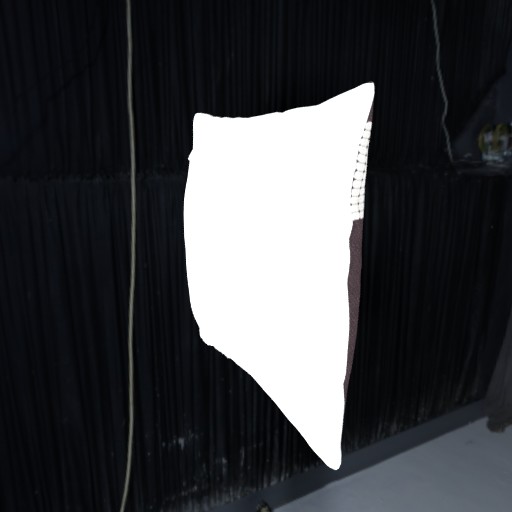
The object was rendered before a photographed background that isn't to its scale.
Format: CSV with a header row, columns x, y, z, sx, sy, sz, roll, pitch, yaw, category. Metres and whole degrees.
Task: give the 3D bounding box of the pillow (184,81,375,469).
x,y,z,sx,sy,sz,roll,pitch,yaw,category
0.000,0.000,0.711,0.178,0.473,0.475,-8,16,-28,pillow
